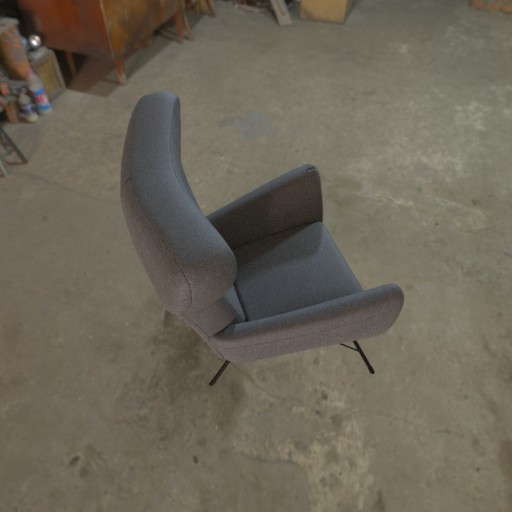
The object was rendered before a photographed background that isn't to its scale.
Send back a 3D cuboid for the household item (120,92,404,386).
[{"bbox_3d":[0.000,0.000,1.782,0.900,1.050,0.980,-12,48,-11],"label":"household item"}]
